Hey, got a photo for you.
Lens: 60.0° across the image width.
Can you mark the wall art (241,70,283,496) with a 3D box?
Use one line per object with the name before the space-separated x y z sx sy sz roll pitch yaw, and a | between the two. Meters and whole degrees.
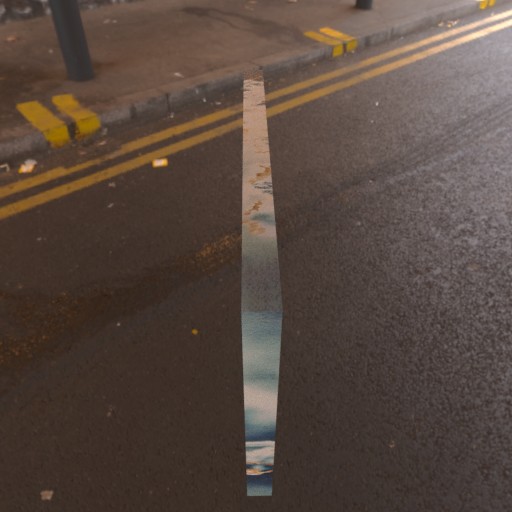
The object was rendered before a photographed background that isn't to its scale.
wall art | 0.000 0.000 0.746 0.036 0.405 0.607 -1 41 -1
